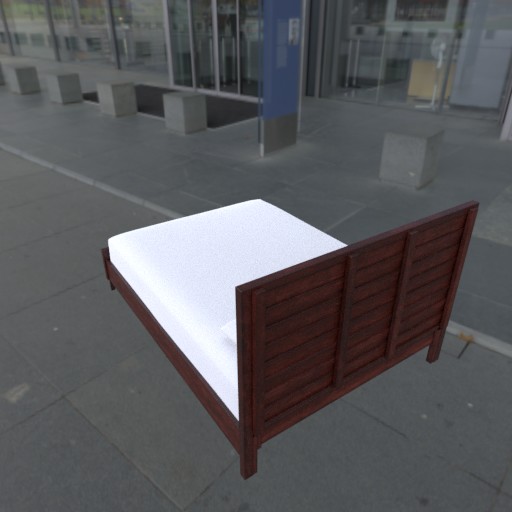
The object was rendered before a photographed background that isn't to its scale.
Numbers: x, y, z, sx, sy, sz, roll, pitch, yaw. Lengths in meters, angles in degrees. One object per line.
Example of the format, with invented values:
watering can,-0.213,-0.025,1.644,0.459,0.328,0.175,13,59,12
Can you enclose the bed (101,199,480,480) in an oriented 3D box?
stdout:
bed,0.000,0.000,4.033,2.040,1.492,2.803,-18,34,-30
